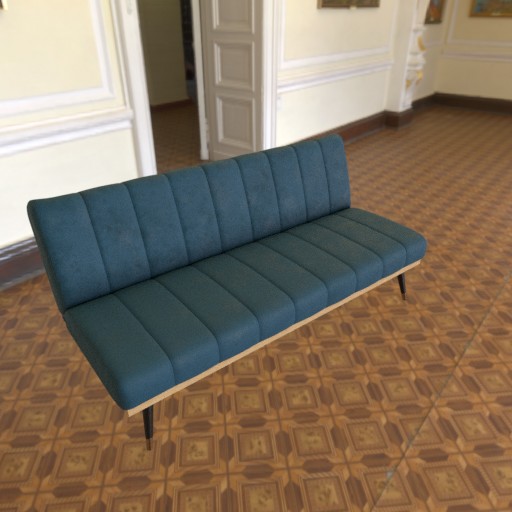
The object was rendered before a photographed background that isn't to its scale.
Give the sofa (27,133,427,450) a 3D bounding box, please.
[{"bbox_3d":[0.000,0.000,2.232,1.810,0.825,0.830,-21,35,-33],"label":"sofa"}]
